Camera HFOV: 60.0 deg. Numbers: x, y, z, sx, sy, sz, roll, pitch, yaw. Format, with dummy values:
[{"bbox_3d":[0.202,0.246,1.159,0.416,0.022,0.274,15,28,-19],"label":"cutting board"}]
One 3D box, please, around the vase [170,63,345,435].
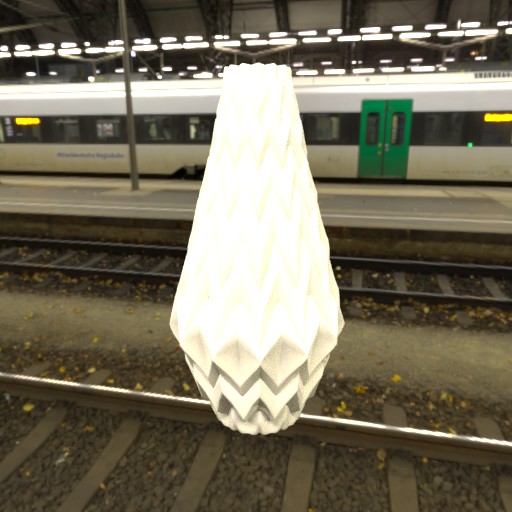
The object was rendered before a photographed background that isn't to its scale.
[{"bbox_3d":[0.000,0.000,0.416,0.167,0.328,0.167,0,16,0],"label":"vase"}]
